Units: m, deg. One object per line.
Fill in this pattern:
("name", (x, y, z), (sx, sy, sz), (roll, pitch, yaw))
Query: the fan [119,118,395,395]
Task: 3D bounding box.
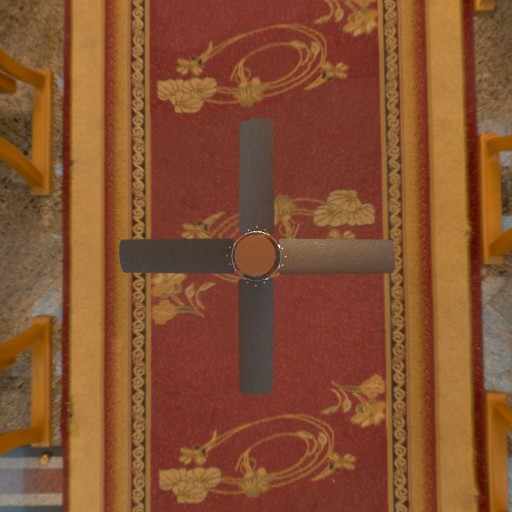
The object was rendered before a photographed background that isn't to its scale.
("fan", (0.000, 0.000, 2.045), (1.332, 0.403, 1.332), (0, 89, 1))
